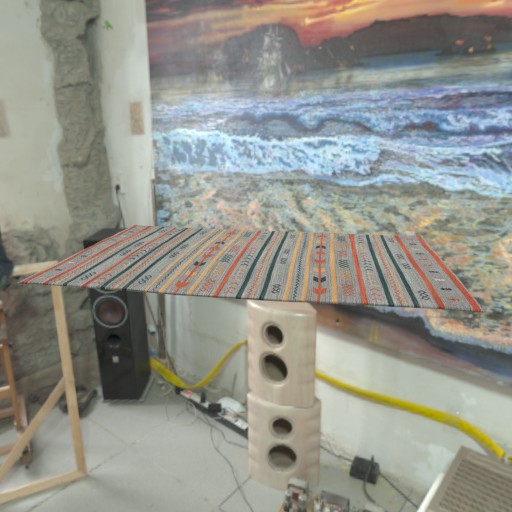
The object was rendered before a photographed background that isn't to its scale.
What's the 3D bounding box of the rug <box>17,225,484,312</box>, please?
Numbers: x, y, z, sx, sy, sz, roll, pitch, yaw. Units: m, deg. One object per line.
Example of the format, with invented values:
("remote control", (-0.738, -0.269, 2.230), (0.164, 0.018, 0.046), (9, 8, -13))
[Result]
("rug", (0.000, 0.000, 2.999), (2.439, 0.029, 1.537), (3, 16, 9))
